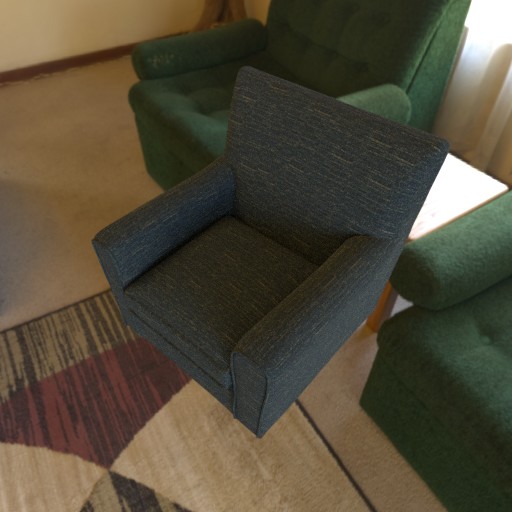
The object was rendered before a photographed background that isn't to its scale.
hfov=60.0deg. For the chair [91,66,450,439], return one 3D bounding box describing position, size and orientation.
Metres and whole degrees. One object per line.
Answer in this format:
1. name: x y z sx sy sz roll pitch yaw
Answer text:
1. chair: 0.000 0.000 1.665 0.864 0.928 0.873 32 54 27
